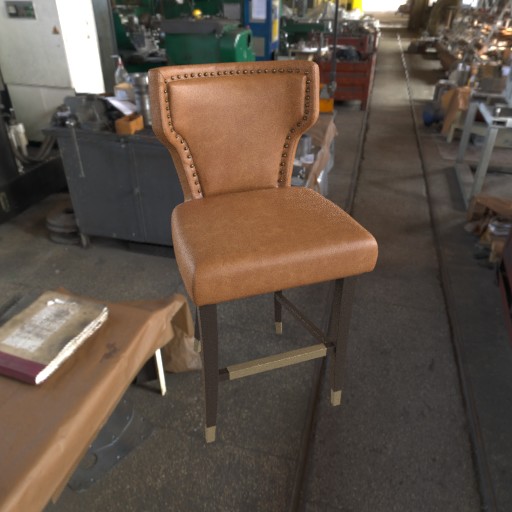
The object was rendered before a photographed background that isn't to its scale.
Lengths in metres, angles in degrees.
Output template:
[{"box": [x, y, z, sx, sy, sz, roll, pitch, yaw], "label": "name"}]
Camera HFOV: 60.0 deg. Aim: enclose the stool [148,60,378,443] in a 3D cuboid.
[{"box": [0.000, 0.000, 1.410, 0.526, 1.092, 0.563, -10, 33, -16], "label": "stool"}]
